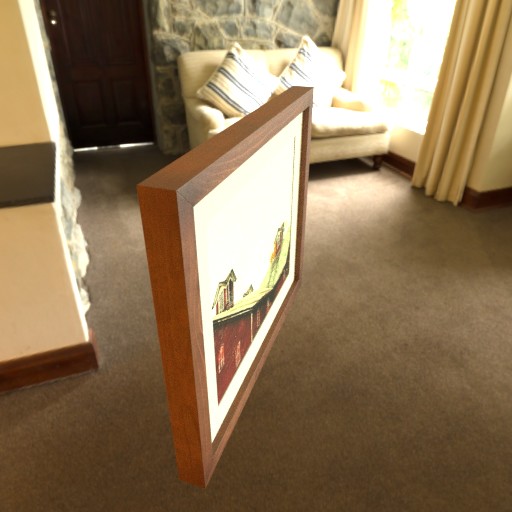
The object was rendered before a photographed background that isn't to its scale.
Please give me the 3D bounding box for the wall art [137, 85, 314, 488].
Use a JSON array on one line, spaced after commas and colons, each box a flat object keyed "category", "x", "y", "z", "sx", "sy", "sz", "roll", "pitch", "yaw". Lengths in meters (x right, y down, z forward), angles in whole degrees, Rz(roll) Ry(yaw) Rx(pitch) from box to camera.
[{"category": "wall art", "x": 0.000, "y": 0.000, "z": 0.540, "sx": 0.030, "sy": 0.328, "sz": 0.401, "roll": 10, "pitch": 32, "yaw": 17}]
